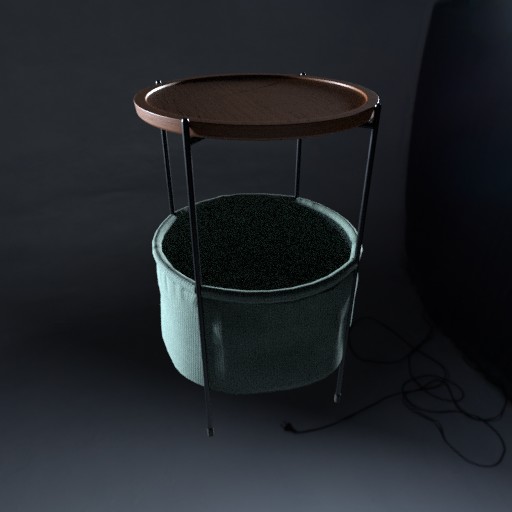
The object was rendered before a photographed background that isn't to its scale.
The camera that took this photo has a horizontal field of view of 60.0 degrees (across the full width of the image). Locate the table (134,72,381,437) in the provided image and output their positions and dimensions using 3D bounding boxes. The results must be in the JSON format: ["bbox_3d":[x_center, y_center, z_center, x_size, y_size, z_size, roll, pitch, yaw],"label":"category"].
[{"bbox_3d":[0.000,0.000,0.876,0.400,0.623,0.400,-9,33,-15],"label":"table"}]
